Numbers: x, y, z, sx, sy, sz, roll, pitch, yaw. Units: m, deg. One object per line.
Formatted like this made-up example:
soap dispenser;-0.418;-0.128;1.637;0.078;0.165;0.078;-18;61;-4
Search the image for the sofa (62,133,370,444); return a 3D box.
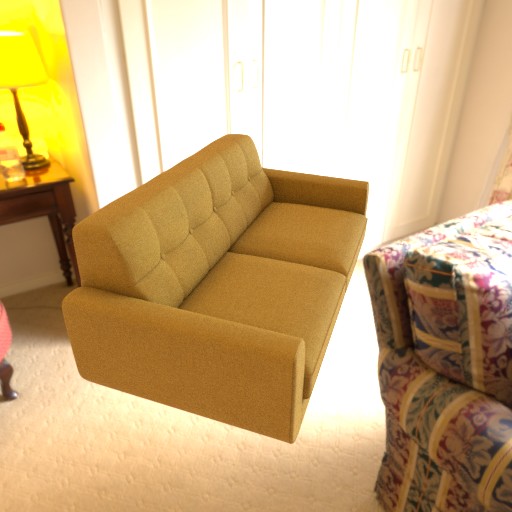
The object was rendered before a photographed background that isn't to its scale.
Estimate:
sofa;0.000;0.000;2.179;0.909;0.841;1.631;10;31;17
